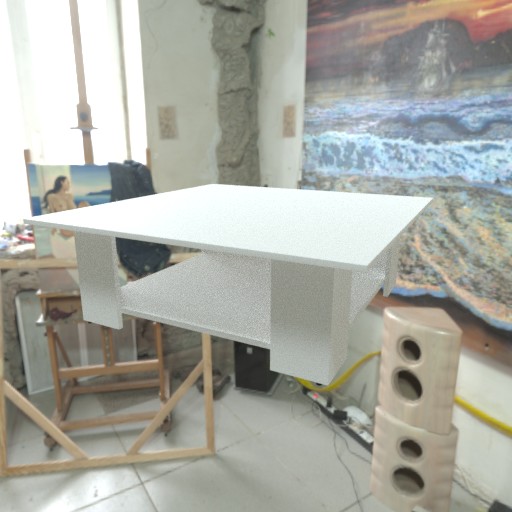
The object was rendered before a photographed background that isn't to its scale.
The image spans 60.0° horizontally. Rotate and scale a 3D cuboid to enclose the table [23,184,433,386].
[{"bbox_3d":[0.000,0.000,1.363,0.890,0.305,0.890,8,18,27],"label":"table"}]
